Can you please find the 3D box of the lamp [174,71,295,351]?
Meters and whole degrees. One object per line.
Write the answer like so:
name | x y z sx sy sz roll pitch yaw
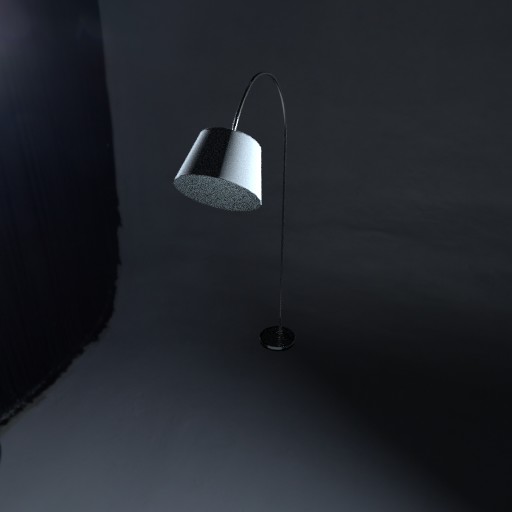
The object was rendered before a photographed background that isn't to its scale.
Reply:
lamp | 0.000 0.000 2.742 0.406 2.098 1.445 8 27 16
